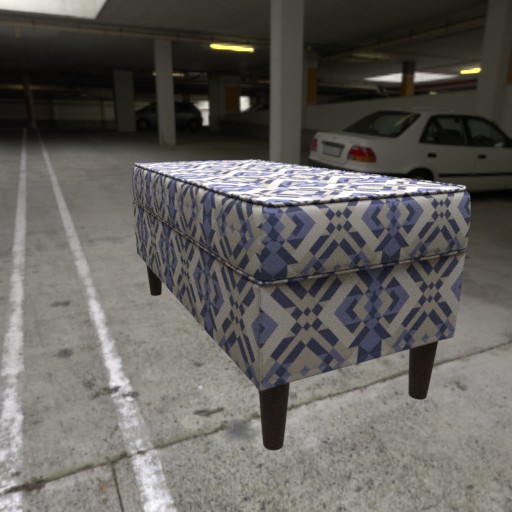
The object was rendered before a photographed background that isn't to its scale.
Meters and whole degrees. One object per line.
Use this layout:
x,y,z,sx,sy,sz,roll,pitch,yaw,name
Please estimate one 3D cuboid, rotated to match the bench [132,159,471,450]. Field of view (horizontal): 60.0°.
0.000,0.000,1.265,0.492,0.477,1.016,-8,17,-25,bench
